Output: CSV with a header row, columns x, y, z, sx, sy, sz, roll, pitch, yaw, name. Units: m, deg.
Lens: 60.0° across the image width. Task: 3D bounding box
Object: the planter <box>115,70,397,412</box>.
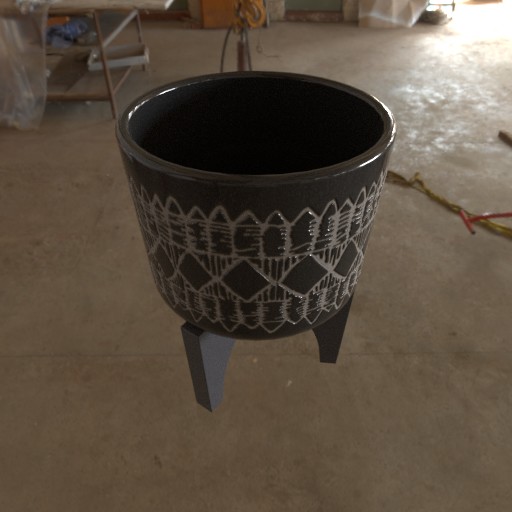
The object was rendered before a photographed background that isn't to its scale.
x,y,z,sx,sy,sz,roll,pitch,yaw,name
0.000,0.000,0.398,0.196,0.264,0.196,25,45,27,planter
